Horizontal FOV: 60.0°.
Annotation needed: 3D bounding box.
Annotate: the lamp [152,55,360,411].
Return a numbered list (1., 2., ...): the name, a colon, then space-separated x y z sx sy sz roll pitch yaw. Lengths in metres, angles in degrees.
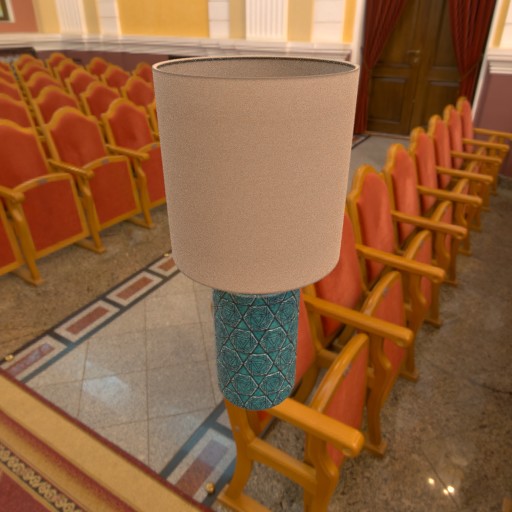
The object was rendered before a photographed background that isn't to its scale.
1. lamp: 0.000 0.000 0.749 0.278 0.597 0.278 17 33 28
